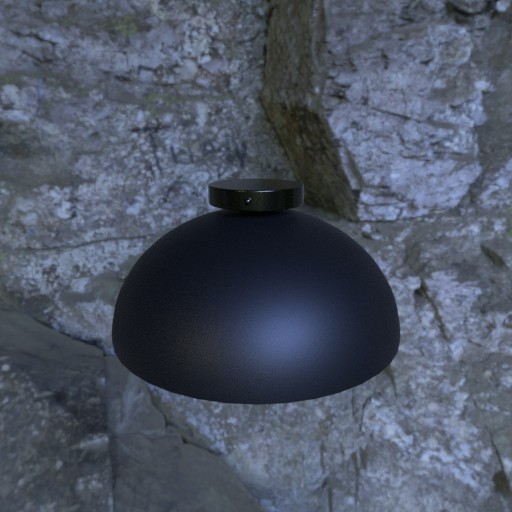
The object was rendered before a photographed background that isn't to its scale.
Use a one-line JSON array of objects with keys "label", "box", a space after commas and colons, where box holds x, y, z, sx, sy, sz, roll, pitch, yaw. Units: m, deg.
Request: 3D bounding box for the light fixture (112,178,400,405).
[{"label": "light fixture", "box": [0.000, 0.000, 0.547, 0.355, 0.177, 0.355, 0, 16, 0]}]
